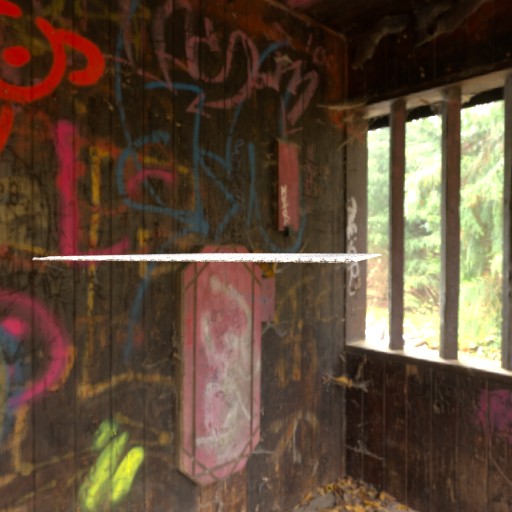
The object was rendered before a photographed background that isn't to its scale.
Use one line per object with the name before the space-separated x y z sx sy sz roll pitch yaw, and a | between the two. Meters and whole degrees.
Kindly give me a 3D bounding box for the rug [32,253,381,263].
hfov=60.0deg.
rug | 0.000 0.000 2.406 1.243 0.013 1.872 0 1 18
